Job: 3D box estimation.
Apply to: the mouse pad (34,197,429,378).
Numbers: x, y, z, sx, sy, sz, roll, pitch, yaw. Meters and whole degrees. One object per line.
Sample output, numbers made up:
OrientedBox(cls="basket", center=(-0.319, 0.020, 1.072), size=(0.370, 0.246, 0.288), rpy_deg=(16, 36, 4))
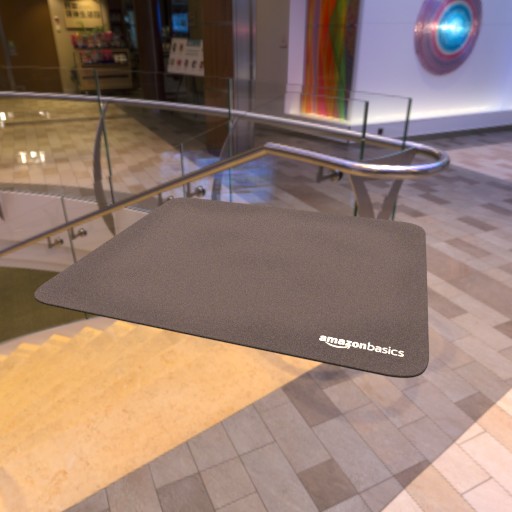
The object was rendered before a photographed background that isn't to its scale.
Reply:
OrientedBox(cls="mouse pad", center=(0.000, 0.000, 0.432), size=(0.315, 0.002, 0.269), rpy_deg=(8, 28, 16))
